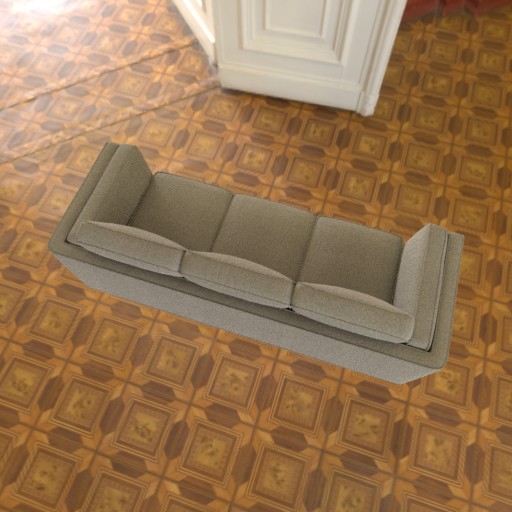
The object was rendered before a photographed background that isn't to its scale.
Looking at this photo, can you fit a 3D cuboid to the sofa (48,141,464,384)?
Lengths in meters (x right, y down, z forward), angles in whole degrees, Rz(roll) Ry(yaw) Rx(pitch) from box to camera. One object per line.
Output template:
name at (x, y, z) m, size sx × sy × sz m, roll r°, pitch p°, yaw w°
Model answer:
sofa at (0.000, 0.000, 2.833) m, size 2.362 × 0.899 × 0.903 m, roll 16°, pitch 65°, yaw 8°
